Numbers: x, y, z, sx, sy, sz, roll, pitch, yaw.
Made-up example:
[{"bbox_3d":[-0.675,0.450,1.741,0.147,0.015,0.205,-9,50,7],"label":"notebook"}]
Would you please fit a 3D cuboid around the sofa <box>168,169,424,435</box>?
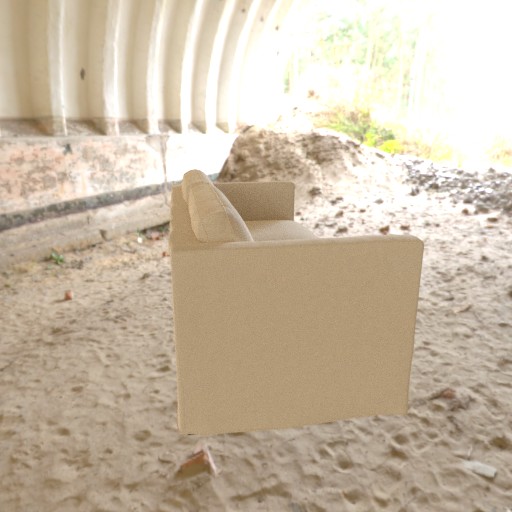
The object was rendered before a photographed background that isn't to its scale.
[{"bbox_3d":[0.000,0.000,2.535,0.940,0.870,1.987,-3,16,-10],"label":"sofa"}]
